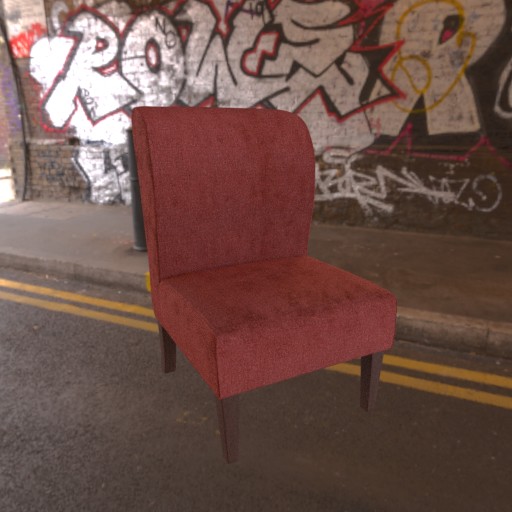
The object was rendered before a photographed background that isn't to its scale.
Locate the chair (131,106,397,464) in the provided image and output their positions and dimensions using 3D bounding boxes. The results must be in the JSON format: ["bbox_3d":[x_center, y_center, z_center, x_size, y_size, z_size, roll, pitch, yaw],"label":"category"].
[{"bbox_3d":[0.000,0.000,1.294,0.538,0.846,0.640,-8,18,-27],"label":"chair"}]
